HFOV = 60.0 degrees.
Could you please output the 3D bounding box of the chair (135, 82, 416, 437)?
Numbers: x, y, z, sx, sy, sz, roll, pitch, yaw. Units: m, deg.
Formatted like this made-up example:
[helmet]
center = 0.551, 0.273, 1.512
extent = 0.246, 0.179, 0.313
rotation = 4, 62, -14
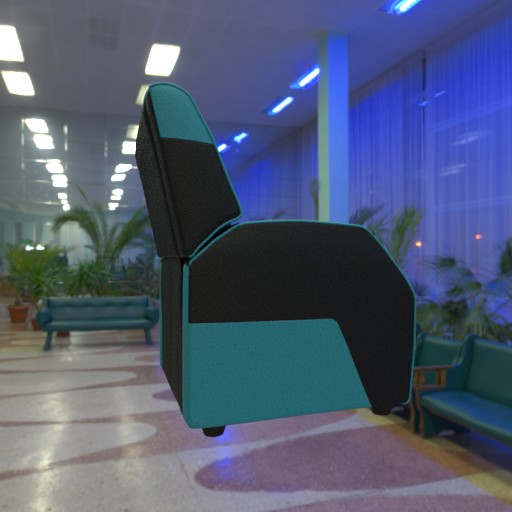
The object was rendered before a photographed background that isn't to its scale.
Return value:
[chair]
center = 0.000, 0.000, 1.306
extent = 0.672, 0.805, 0.620
rotation = 0, 0, -18
